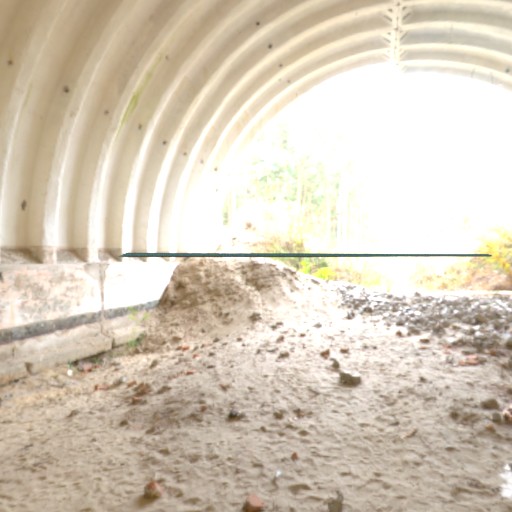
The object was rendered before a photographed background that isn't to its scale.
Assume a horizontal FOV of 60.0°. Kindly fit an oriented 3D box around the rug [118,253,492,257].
[{"bbox_3d":[0.000,0.000,3.996,2.350,0.018,2.964,0,0,-18],"label":"rug"}]
